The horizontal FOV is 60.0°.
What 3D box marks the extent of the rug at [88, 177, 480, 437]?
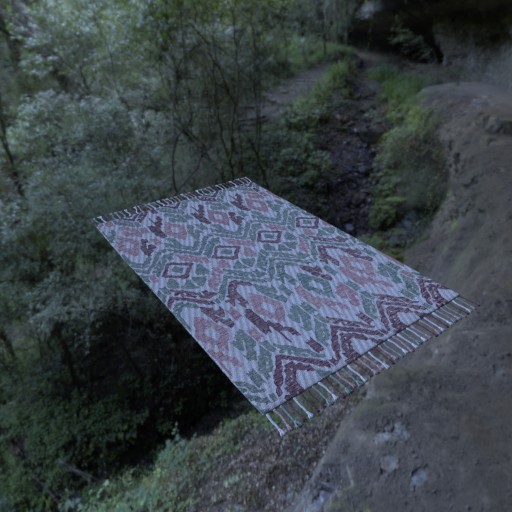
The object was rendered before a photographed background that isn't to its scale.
[{"bbox_3d":[0.000,0.000,3.031,1.524,0.011,2.438,-21,38,-30],"label":"rug"}]
